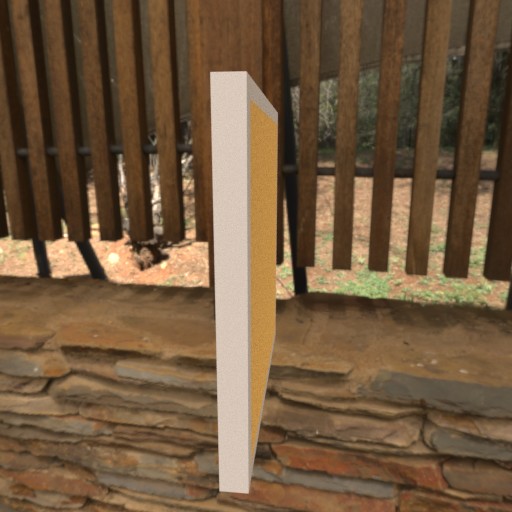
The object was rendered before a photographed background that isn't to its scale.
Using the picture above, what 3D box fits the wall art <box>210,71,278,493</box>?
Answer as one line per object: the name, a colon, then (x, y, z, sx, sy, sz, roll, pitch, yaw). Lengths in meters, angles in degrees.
wall art: (0.000, 0.000, 1.929, 0.098, 1.291, 1.289, 1, 13, 6)
